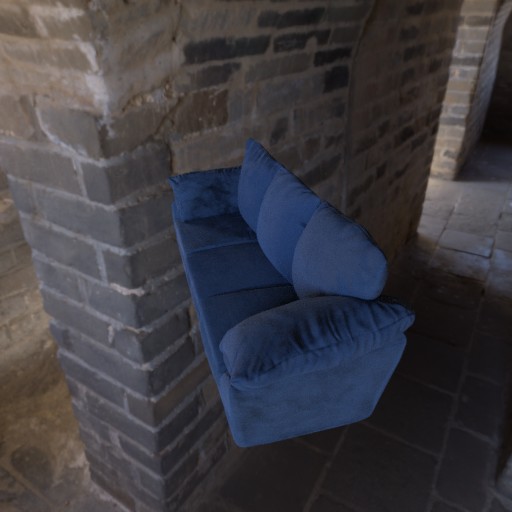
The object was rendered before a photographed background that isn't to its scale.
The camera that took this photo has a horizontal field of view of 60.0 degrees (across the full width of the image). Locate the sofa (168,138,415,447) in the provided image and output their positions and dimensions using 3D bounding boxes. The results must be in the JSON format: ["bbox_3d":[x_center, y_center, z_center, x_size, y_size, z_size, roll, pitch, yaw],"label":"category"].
[{"bbox_3d":[0.000,0.000,2.916,0.907,1.091,2.390,-8,31,-14],"label":"sofa"}]
